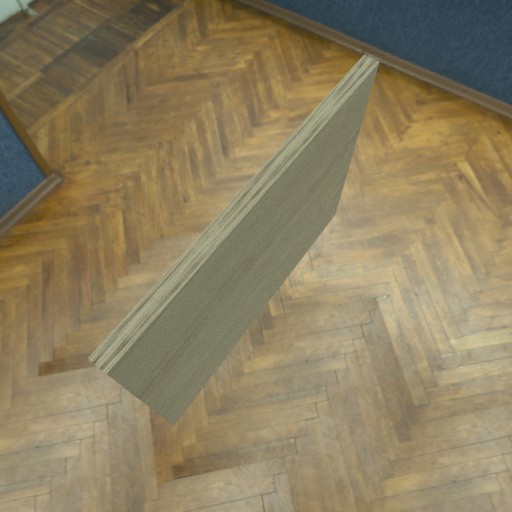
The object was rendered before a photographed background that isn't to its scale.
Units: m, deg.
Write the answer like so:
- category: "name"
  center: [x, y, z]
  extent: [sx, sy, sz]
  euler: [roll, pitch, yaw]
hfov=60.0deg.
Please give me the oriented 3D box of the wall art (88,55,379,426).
- category: "wall art"
  center: [0.000, 0.000, 1.094]
  extent: [0.063, 0.609, 0.841]
  euler: [33, 67, 16]
